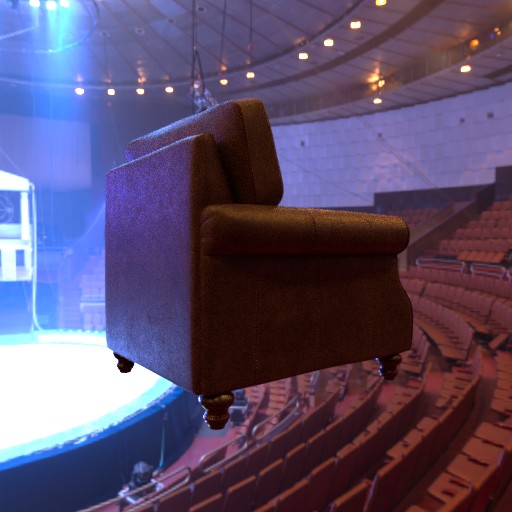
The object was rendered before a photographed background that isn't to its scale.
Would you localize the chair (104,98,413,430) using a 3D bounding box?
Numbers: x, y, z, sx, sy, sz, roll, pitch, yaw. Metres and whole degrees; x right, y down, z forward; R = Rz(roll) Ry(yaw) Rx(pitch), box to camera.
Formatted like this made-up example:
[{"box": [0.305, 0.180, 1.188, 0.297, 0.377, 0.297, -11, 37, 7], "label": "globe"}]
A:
[{"box": [0.000, 0.000, 1.805, 1.002, 0.976, 0.996, -1, 1, -37], "label": "chair"}]
